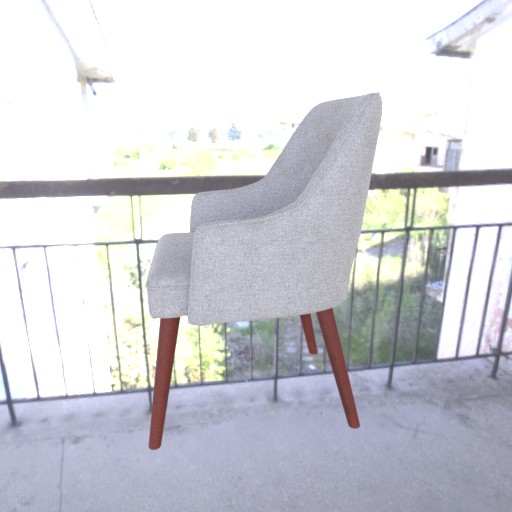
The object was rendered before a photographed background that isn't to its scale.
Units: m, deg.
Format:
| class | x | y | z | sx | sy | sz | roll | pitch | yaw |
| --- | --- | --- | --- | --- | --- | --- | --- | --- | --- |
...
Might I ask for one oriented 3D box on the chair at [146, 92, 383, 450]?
| class | x | y | z | sx | sy | sz | roll | pitch | yaw |
| --- | --- | --- | --- | --- | --- | --- | --- | --- | --- |
| chair | 0.000 | 0.000 | 1.232 | 0.605 | 0.849 | 0.548 | -2 | 16 | -8 |
